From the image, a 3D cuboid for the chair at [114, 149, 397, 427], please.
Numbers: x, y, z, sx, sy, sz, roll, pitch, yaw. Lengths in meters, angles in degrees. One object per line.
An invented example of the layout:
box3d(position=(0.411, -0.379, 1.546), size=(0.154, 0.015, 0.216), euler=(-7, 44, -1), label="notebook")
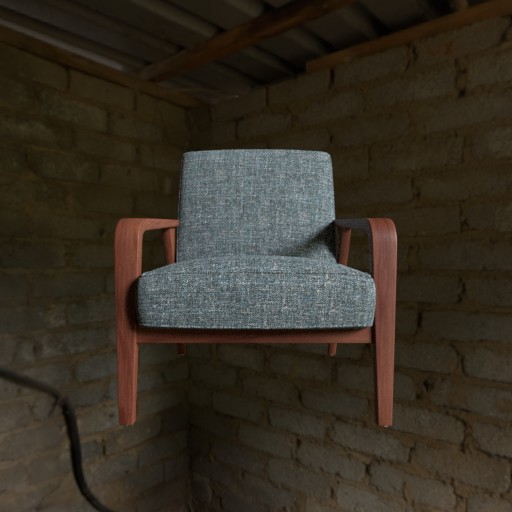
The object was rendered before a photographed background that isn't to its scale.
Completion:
box3d(position=(0.000, 0.000, 1.509), size=(0.719, 0.864, 0.889), euler=(0, 0, 0), label="chair")
